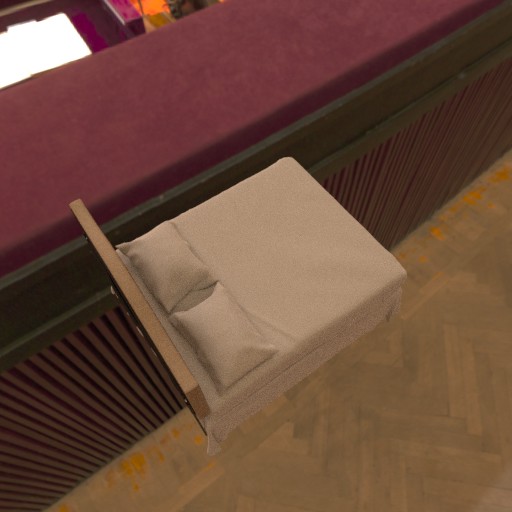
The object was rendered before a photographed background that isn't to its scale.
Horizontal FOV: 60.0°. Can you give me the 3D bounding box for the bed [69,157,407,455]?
[{"bbox_3d":[0.000,0.000,3.574,2.221,1.645,1.876,-31,64,-17],"label":"bed"}]
